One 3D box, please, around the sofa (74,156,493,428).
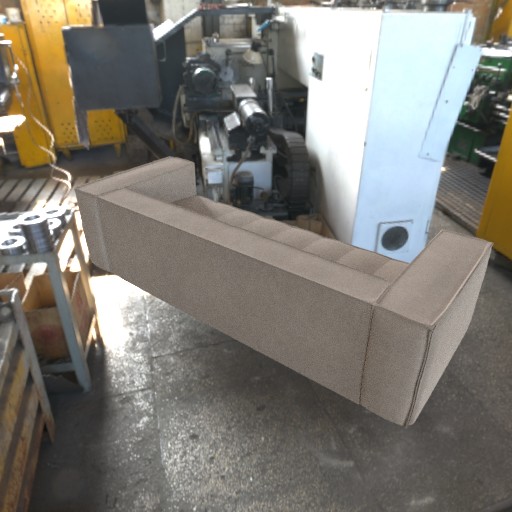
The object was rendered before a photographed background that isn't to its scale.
[{"bbox_3d":[0.000,0.000,3.040,2.697,0.680,1.038,21,36,32],"label":"sofa"}]
